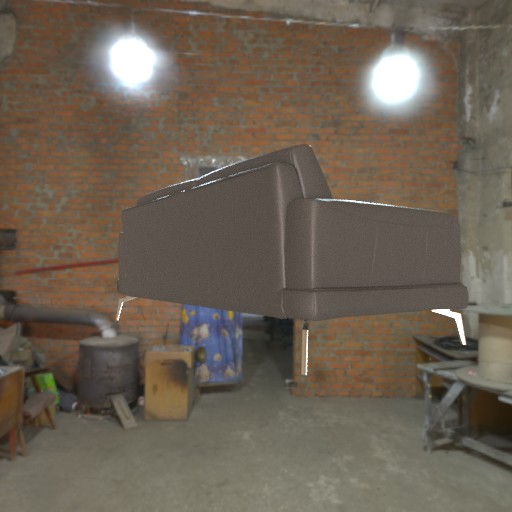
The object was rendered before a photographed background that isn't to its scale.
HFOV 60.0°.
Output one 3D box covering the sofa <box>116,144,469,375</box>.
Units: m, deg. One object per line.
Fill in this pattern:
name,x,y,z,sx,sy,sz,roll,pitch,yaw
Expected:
sofa,0.000,0.000,2.773,1.121,0.930,2.177,1,-2,-36
